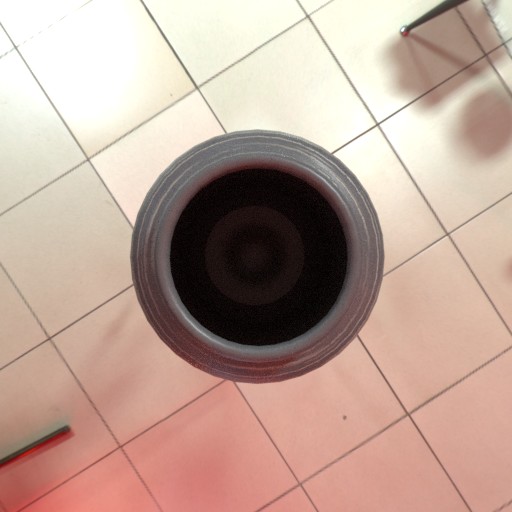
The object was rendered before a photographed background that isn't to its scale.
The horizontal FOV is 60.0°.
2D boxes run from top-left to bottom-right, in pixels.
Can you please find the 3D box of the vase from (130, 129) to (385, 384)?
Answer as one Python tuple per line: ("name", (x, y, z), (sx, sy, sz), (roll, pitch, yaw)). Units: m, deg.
("vase", (0.000, 0.000, 0.672), (0.297, 0.499, 0.297), (0, 90, -1))
